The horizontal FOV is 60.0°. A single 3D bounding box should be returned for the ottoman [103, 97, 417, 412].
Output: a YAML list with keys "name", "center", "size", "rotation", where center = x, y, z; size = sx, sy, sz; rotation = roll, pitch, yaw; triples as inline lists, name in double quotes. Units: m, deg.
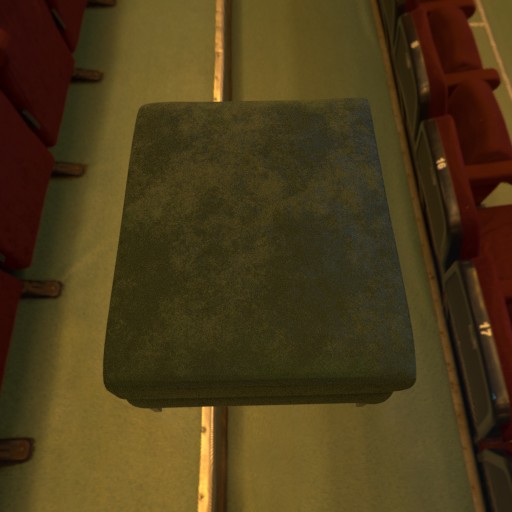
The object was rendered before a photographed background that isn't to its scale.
- name: "ottoman"
  center: [0.000, 0.000, 1.318]
  size: [0.701, 0.538, 0.839]
  rotation: [-1, 64, -1]
